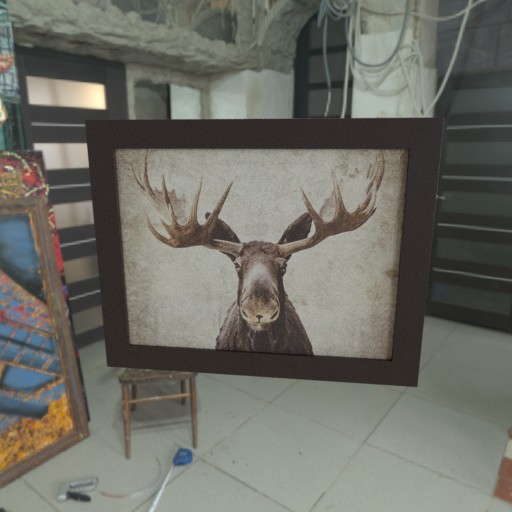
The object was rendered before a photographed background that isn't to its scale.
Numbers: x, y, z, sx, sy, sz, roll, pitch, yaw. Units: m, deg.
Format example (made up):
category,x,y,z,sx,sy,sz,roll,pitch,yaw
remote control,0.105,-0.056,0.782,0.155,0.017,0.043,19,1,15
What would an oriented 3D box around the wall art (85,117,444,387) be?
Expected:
category,x,y,z,sx,sy,sz,roll,pitch,yaw
wall art,0.000,0.000,1.610,1.207,0.952,0.034,2,14,7
